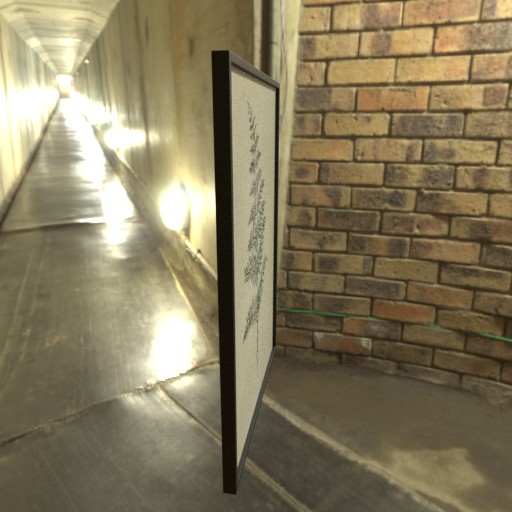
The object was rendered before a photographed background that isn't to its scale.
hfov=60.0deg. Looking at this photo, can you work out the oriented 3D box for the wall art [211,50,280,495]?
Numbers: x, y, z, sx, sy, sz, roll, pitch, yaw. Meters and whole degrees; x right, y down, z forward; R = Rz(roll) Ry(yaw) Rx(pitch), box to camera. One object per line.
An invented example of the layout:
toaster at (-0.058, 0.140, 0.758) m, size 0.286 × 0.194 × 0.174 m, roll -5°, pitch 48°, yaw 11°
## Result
wall art at (0.000, 0.000, 1.390) m, size 0.036 × 1.070 × 0.802 m, roll 3°, pitch 17°, yaw 10°
